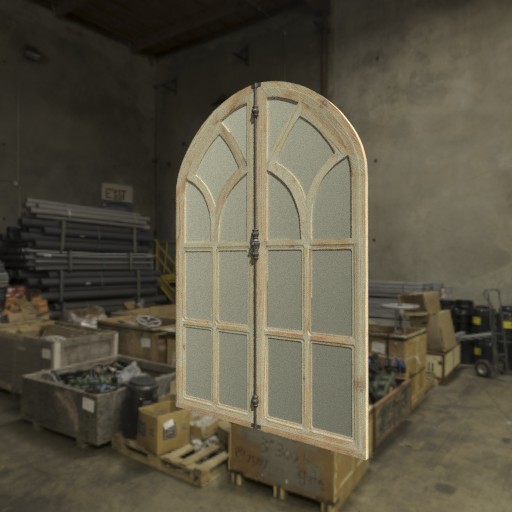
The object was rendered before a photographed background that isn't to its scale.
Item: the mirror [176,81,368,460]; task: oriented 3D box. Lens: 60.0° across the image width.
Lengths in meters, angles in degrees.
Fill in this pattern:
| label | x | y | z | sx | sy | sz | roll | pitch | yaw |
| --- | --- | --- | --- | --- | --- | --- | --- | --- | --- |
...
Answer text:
| label | x | y | z | sx | sy | sz | roll | pitch | yaw |
| --- | --- | --- | --- | --- | --- | --- | --- | --- | --- |
| mirror | 0.000 | 0.000 | 1.174 | 0.609 | 0.915 | 0.032 | 0 | 0 | 36 |
